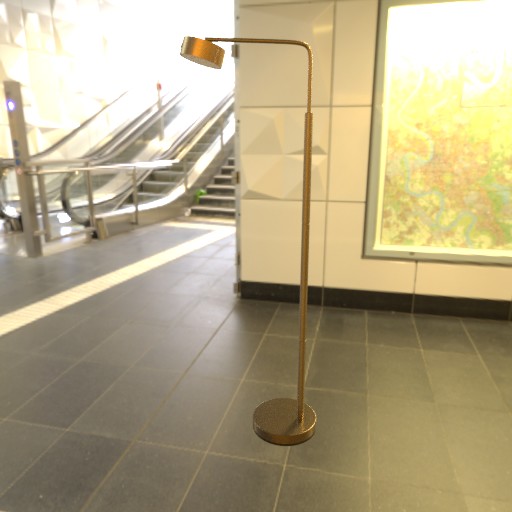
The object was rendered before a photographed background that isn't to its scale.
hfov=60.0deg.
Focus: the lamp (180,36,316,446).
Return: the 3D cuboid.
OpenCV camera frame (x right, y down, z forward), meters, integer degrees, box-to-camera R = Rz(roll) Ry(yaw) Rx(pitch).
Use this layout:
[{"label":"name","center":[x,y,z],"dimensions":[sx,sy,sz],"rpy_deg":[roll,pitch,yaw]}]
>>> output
[{"label":"lamp","center":[0.000,0.000,1.380],"dimensions":[0.418,1.230,0.219],"rpy_deg":[-2,15,-6]}]
